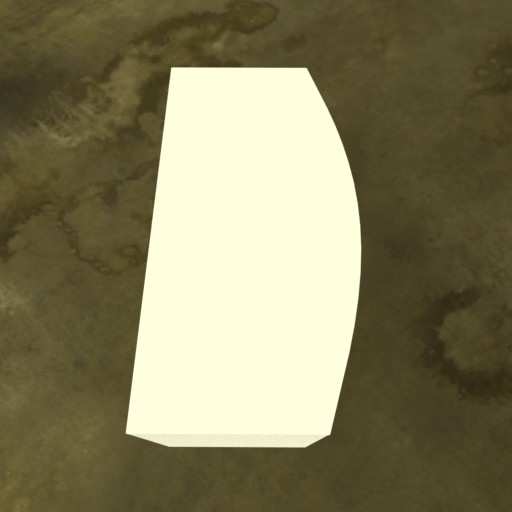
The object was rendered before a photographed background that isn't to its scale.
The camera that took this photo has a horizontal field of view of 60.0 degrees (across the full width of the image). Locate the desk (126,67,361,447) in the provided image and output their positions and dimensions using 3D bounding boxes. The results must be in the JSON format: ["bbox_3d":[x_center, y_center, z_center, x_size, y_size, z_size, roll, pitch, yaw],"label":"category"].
[{"bbox_3d":[0.000,0.000,2.065,0.802,0.750,1.600,0,64,0],"label":"desk"}]
